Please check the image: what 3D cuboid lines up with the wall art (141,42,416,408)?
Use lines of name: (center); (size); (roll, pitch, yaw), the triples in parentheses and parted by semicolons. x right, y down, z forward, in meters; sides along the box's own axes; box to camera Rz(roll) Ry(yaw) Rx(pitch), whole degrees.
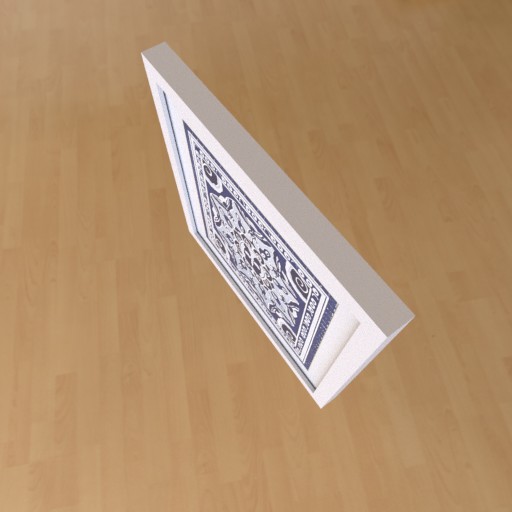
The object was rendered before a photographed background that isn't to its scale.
wall art: (0.000, 0.000, 0.536); (0.027, 0.355, 0.355); (-32, 68, -15)
